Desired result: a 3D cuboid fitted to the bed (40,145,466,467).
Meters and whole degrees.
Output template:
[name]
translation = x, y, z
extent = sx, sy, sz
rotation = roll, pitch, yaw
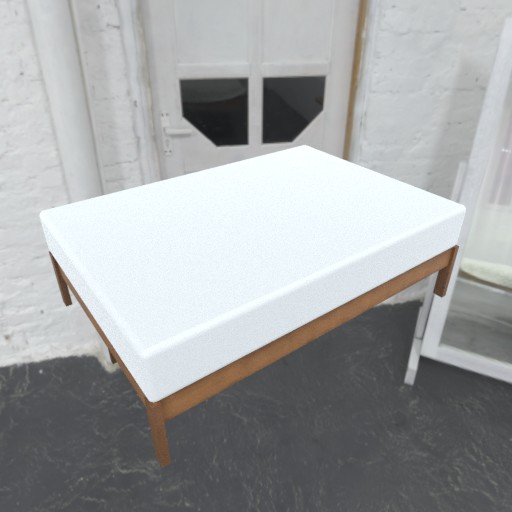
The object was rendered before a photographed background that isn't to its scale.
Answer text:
[bed]
translation = 0.000, 0.000, 2.564
extent = 1.927, 0.616, 1.348
rotation = -21, 38, -30
